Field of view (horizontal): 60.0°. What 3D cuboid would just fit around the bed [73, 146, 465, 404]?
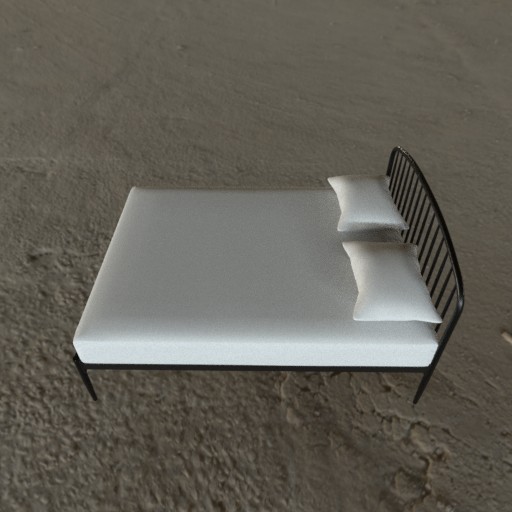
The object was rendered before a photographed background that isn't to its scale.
[{"bbox_3d":[0.000,0.000,3.124,2.159,1.166,1.618,0,42,0],"label":"bed"}]
